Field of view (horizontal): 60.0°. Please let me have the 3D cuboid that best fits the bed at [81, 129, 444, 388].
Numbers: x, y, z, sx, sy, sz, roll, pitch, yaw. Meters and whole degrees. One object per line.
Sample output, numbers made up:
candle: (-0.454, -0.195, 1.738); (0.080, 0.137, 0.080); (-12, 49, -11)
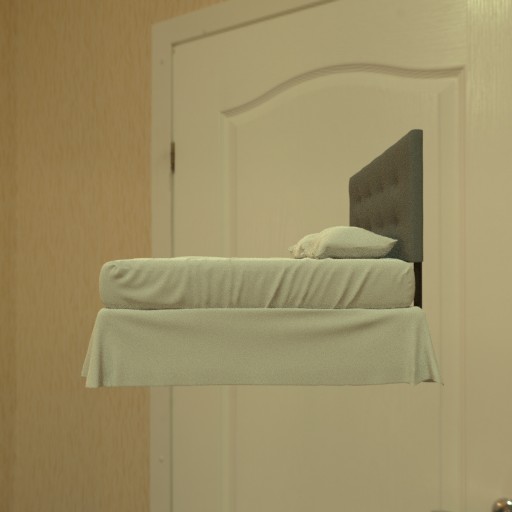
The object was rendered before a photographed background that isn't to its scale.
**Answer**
bed: (0.000, 0.000, 3.523); (2.222, 1.577, 1.936); (0, 0, -1)
